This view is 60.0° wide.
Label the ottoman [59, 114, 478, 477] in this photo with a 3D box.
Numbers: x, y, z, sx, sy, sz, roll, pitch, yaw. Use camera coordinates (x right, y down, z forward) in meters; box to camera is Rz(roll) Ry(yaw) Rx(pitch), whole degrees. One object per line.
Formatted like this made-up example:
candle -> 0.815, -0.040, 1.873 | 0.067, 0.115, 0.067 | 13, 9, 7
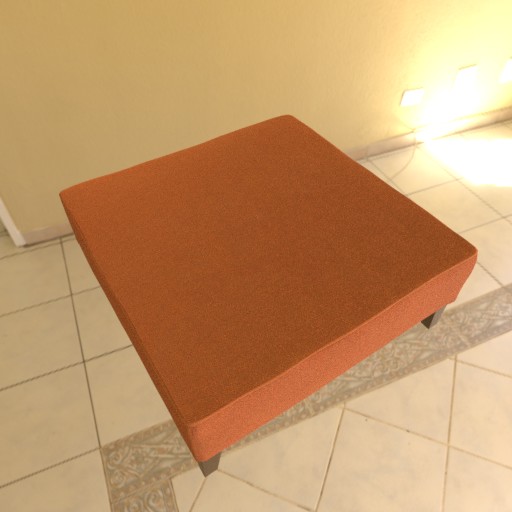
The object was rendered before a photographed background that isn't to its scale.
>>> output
ottoman -> 0.000, 0.000, 1.536 | 0.997, 0.438, 0.999 | -25, 51, -22
